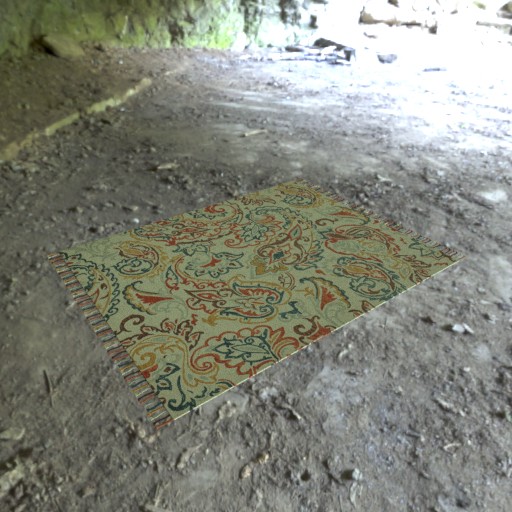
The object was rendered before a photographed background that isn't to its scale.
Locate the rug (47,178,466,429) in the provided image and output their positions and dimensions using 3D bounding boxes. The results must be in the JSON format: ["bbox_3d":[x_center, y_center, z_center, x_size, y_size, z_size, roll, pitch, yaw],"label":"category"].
[{"bbox_3d":[0.000,0.000,4.307,3.274,0.015,2.439,-21,38,-30],"label":"rug"}]
